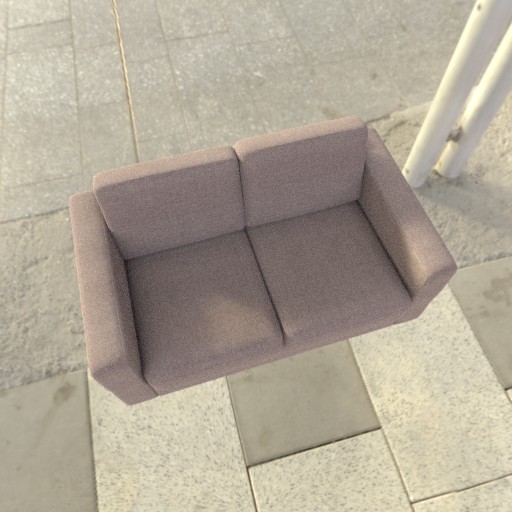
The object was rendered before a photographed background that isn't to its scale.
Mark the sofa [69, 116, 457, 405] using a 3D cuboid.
[{"bbox_3d":[0.000,0.000,2.049,1.520,0.800,0.900,-15,61,-8],"label":"sofa"}]
